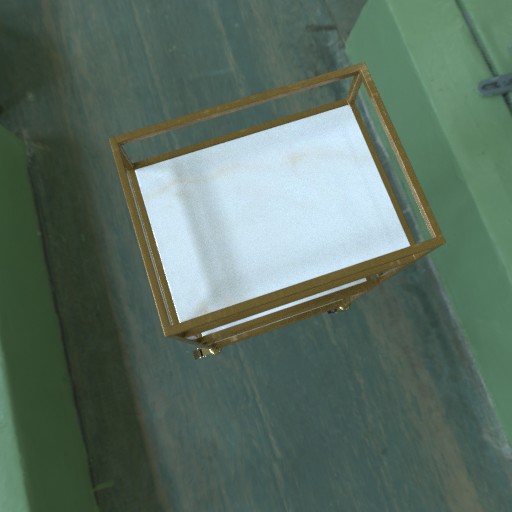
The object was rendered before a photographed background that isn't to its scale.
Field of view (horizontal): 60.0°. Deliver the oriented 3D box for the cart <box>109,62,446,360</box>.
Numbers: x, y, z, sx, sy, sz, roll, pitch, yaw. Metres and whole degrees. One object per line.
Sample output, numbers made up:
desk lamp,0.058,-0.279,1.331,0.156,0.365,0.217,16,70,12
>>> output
cart,0.000,0.000,1.002,0.483,0.761,0.332,-18,77,-4
